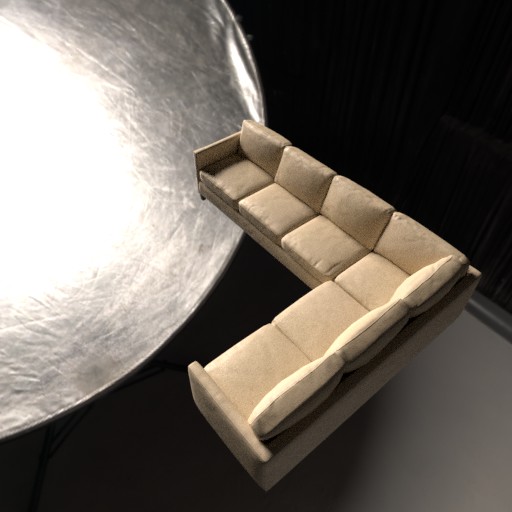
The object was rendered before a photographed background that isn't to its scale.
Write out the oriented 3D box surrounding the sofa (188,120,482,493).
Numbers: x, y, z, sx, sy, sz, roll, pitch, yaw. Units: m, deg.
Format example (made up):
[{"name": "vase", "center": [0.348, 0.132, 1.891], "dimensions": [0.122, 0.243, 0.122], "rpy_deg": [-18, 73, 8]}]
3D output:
[{"name": "sofa", "center": [0.000, 0.000, 4.416], "dimensions": [2.593, 0.947, 3.302], "rpy_deg": [-31, 54, -26]}]
